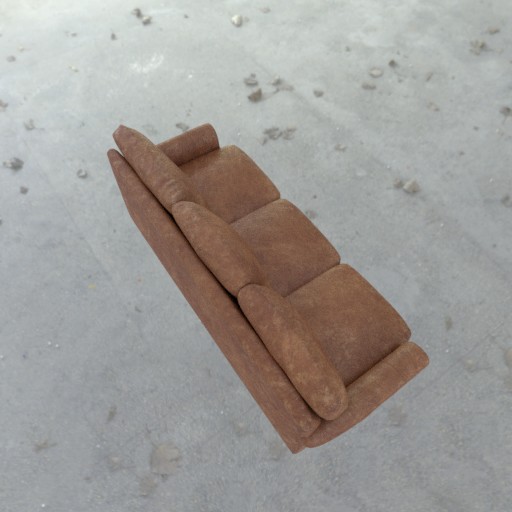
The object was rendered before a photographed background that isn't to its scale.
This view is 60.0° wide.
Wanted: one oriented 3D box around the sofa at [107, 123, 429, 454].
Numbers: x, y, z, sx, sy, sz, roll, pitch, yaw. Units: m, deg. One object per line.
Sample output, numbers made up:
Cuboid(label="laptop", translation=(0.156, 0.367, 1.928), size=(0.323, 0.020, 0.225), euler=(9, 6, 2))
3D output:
Cuboid(label="sofa", translation=(0.000, 0.000, 2.902), size=(0.973, 0.977, 2.351), euler=(-30, 62, -18))
